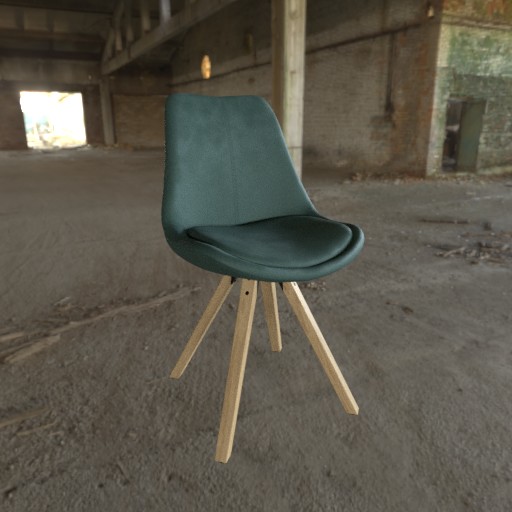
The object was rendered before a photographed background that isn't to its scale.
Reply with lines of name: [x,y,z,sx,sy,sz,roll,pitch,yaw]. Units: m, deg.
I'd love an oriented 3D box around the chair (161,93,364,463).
chair: [0.000,0.000,1.219,0.483,0.865,0.547,-8,18,-26]
